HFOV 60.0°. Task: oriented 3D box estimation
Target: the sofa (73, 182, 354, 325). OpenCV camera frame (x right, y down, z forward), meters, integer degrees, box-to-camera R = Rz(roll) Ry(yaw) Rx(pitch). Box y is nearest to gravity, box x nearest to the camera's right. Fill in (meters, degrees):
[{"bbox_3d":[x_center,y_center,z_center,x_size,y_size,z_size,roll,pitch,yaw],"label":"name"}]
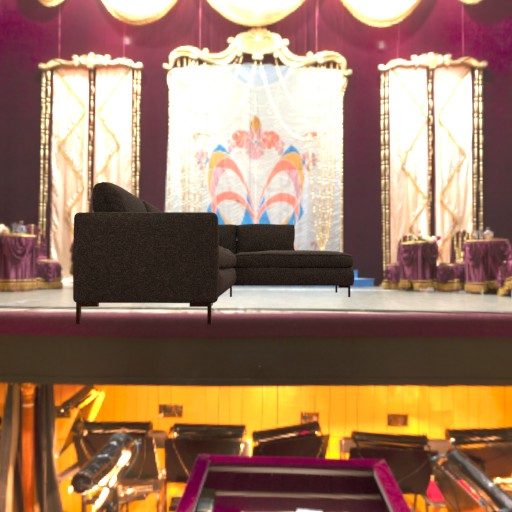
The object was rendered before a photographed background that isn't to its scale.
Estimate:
[{"bbox_3d":[0.000,0.000,3.872,2.007,0.815,2.949,0,-1,0],"label":"sofa"}]
